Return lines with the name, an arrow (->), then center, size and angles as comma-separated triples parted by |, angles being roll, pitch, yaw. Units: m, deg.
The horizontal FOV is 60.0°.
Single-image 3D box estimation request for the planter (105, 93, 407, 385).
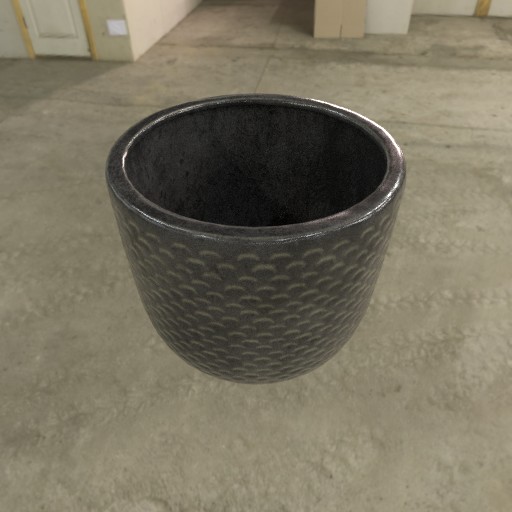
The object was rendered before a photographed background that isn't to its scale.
planter -> 0.000, 0.000, 0.356 | 0.197, 0.191, 0.197 | 0, 41, 0
